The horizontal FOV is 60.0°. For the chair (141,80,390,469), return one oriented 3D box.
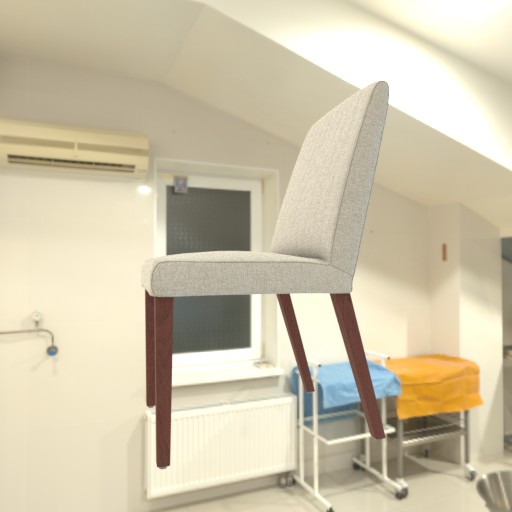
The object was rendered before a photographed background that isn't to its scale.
[{"bbox_3d":[0.000,0.000,1.215,0.594,0.900,0.480,0,-1,-17],"label":"chair"}]
